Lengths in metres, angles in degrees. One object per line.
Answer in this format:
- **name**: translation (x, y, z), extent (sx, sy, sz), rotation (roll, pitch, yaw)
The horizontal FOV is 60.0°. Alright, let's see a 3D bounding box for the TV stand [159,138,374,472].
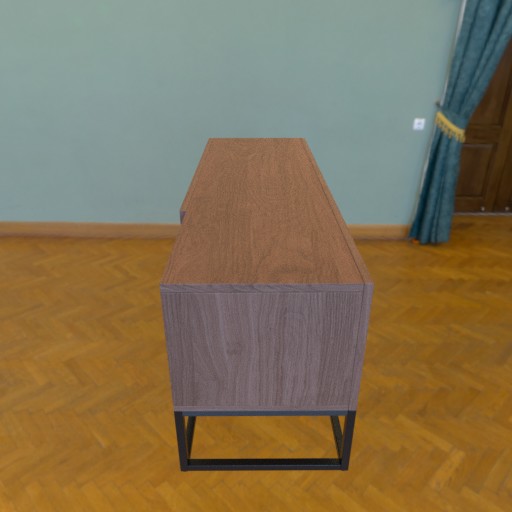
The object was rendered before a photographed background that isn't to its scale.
- **TV stand**: translation (0.000, 0.000, 1.434), extent (0.415, 0.500, 1.200), rotation (0, 27, 0)
